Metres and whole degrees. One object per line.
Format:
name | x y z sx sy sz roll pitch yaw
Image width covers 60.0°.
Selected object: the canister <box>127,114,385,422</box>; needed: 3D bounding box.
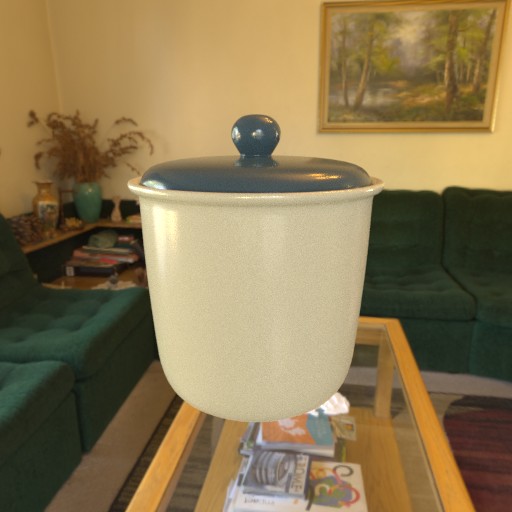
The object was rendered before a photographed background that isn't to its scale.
canister | 0.000 0.000 0.341 0.182 0.208 0.182 0 15 0
